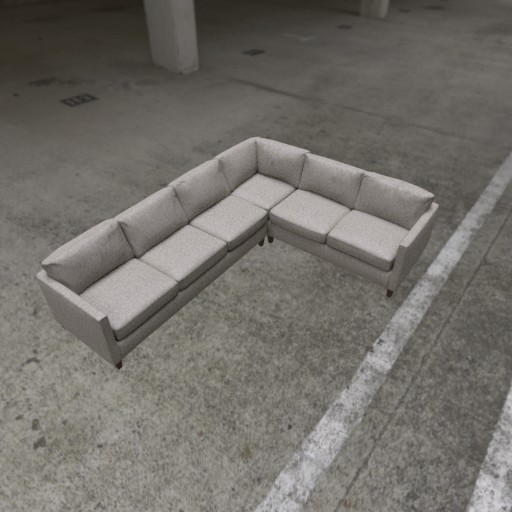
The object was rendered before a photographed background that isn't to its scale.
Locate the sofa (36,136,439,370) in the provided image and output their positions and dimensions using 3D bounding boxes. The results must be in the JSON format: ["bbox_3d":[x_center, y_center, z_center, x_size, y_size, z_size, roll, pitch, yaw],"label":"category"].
[{"bbox_3d":[0.000,0.000,4.533,2.593,0.947,3.302,26,47,27],"label":"sofa"}]
